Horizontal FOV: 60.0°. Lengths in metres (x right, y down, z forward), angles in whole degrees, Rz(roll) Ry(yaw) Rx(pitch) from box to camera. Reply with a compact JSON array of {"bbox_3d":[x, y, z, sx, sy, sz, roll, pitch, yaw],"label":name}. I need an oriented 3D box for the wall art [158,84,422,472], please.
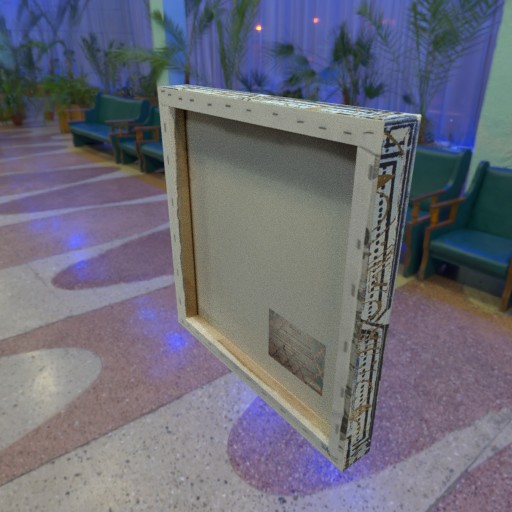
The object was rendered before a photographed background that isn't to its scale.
[{"bbox_3d":[0.000,0.000,0.449,0.038,0.306,0.302,-18,31,-33],"label":"wall art"}]
